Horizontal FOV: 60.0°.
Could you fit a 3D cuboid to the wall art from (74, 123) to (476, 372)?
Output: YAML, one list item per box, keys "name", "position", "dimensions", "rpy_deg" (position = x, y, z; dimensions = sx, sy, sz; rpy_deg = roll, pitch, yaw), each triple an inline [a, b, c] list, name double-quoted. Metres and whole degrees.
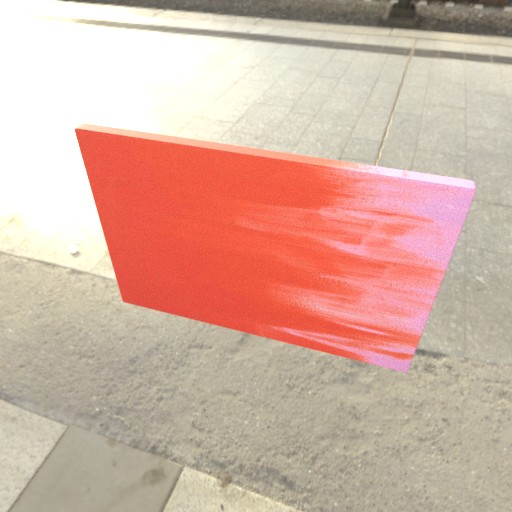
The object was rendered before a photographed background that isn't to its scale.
- name: "wall art"
  position: [0.000, 0.000, 1.178]
  dimensions: [0.913, 0.609, 0.040]
  rpy_deg: [12, 42, 13]
